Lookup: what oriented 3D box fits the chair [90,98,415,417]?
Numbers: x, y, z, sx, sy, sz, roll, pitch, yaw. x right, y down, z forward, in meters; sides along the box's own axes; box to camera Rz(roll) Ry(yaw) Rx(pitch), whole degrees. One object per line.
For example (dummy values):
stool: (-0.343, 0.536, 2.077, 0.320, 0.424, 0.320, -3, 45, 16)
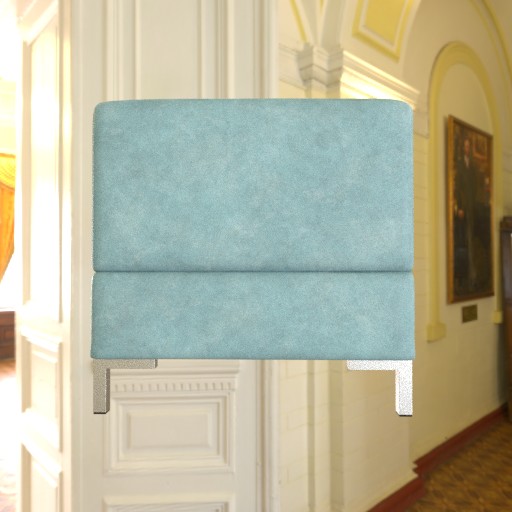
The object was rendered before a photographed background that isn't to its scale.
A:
chair: (0.000, 0.000, 1.233, 0.691, 0.660, 0.684, 0, -1, 1)
